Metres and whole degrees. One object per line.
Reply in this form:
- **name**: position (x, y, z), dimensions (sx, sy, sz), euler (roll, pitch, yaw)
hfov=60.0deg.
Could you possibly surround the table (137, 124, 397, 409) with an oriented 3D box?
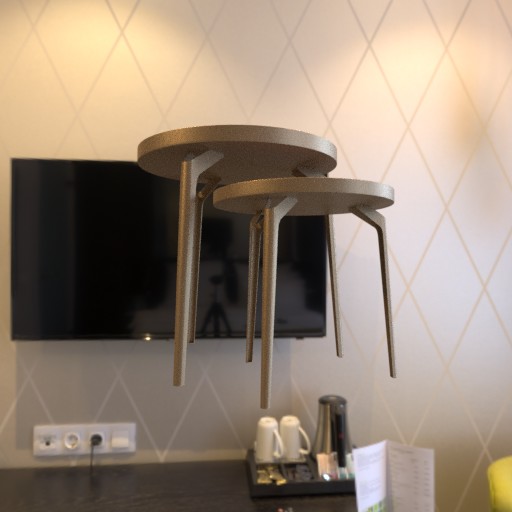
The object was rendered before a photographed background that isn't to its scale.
- **table**: position (0.000, 0.000, 1.138), dimensions (0.532, 0.555, 0.751), euler (1, -1, -35)
